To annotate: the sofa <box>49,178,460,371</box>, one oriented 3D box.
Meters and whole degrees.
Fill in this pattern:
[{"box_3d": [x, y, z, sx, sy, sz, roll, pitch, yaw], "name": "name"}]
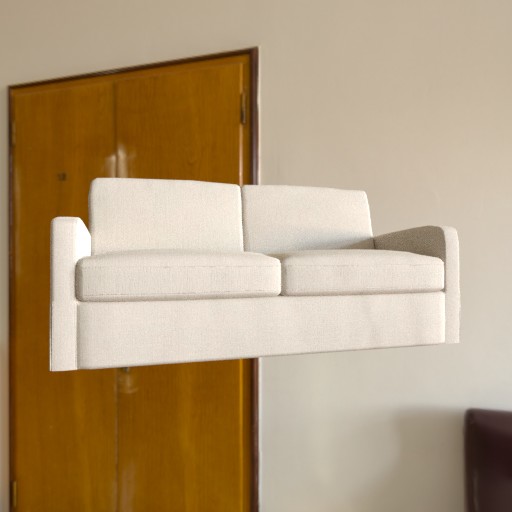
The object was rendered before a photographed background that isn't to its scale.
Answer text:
[{"box_3d": [0.000, 0.000, 2.248, 1.808, 0.831, 0.894, 0, 0, -17], "name": "sofa"}]
